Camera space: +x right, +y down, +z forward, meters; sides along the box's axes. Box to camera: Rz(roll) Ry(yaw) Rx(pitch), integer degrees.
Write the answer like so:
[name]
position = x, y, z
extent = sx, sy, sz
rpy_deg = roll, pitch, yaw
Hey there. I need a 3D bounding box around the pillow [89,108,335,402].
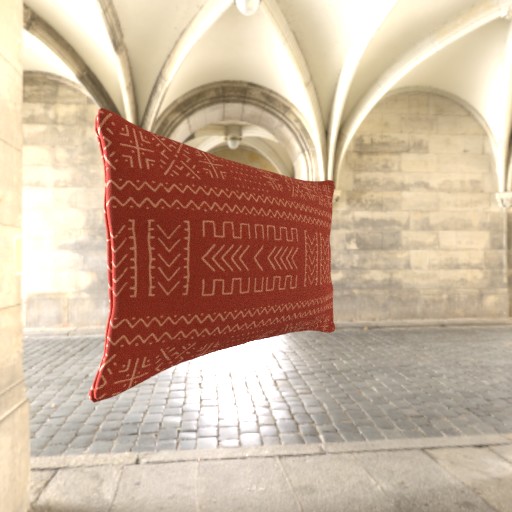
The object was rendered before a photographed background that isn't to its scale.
[pillow]
position = 0.000, 0.000, 0.778
extent = 0.130, 0.352, 0.640
rpy_deg = 0, 0, 36
